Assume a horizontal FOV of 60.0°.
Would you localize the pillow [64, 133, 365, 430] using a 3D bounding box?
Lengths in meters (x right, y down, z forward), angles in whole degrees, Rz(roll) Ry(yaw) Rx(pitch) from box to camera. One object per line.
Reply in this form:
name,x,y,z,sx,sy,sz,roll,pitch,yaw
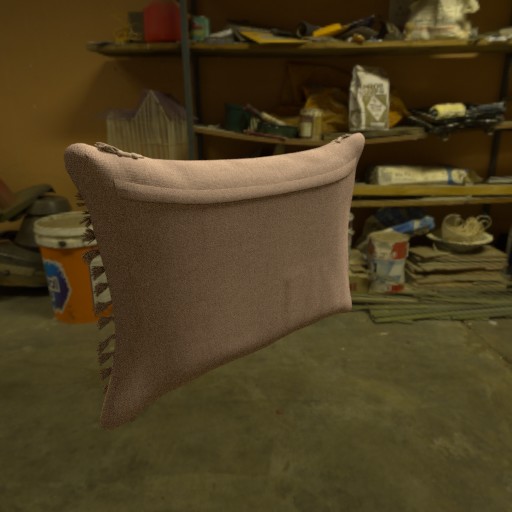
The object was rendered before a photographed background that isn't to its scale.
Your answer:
pillow,0.000,0.000,0.581,0.466,0.305,0.084,-16,24,-42
